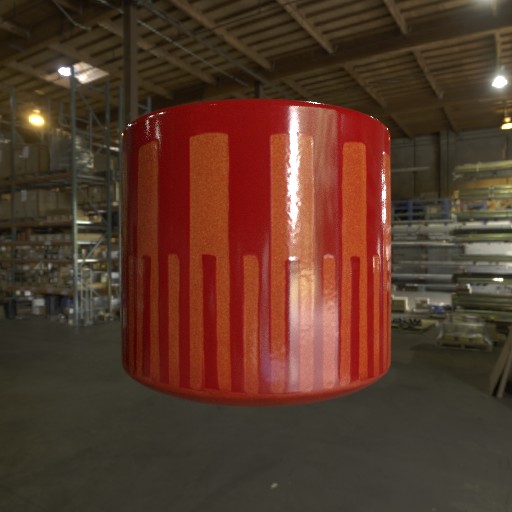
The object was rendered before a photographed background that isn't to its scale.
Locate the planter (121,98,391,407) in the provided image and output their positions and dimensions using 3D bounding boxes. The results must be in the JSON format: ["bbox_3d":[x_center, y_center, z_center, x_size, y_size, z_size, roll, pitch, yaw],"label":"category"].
[{"bbox_3d":[0.000,0.000,0.395,0.230,0.202,0.230,0,0,0],"label":"planter"}]
